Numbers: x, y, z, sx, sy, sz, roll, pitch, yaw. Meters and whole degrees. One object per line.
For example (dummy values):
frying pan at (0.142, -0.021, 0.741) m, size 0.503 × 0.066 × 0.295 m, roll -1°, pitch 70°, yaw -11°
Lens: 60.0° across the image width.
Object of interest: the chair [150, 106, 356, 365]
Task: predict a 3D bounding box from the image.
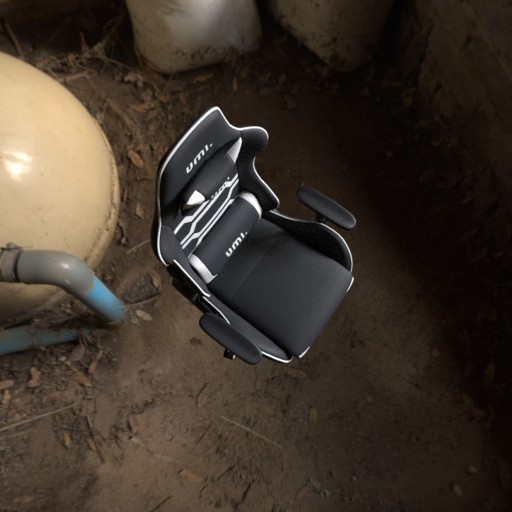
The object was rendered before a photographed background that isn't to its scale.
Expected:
chair at (0.000, 0.000, 1.620) m, size 0.700 × 1.240 × 0.700 m, roll 35°, pitch 76°, yaw 10°
